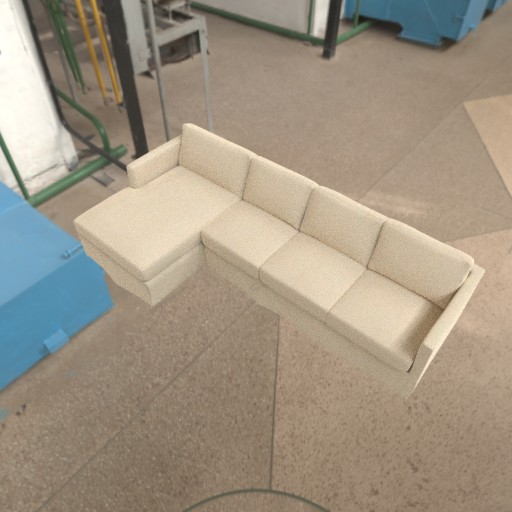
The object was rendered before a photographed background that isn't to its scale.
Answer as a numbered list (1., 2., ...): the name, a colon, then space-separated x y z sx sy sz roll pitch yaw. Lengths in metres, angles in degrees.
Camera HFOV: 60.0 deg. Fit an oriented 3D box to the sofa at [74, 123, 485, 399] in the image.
1. sofa: 0.000 0.000 3.834 3.205 0.922 1.650 32 54 26
